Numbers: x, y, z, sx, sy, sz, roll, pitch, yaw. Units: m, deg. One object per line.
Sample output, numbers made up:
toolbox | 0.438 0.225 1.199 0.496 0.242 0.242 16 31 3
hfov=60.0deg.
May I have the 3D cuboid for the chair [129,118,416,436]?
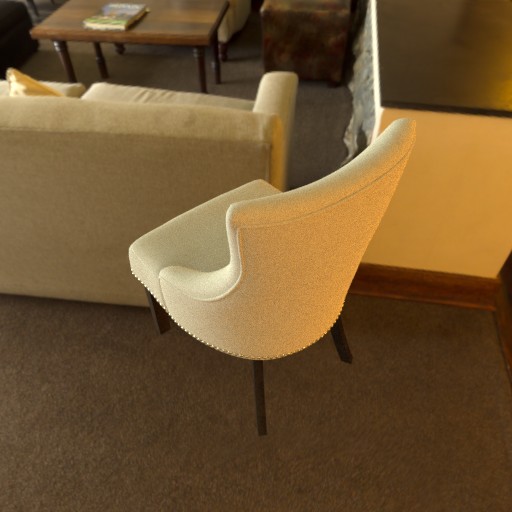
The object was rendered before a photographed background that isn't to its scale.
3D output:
chair | 0.000 0.000 1.298 0.566 0.909 0.629 -31 53 -26
